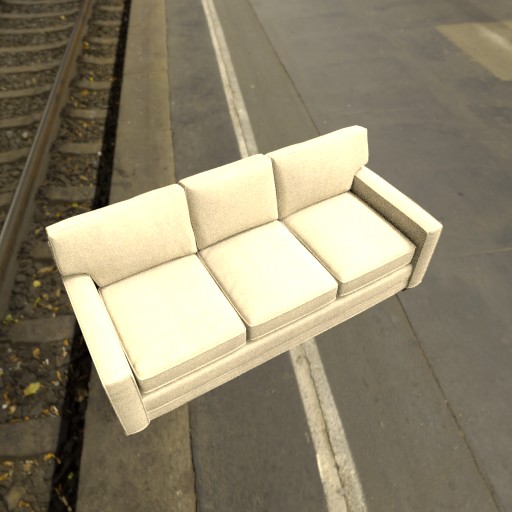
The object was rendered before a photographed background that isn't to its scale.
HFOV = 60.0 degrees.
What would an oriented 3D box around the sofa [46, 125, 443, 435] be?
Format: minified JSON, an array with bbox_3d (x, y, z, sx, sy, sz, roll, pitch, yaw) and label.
[{"bbox_3d":[0.000,0.000,2.651,2.093,0.862,0.936,-23,50,-21],"label":"sofa"}]
